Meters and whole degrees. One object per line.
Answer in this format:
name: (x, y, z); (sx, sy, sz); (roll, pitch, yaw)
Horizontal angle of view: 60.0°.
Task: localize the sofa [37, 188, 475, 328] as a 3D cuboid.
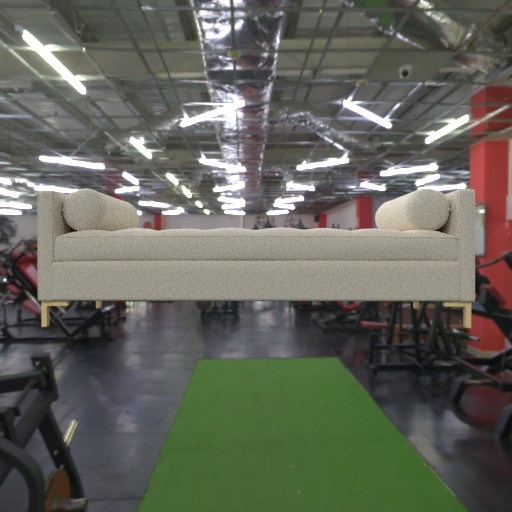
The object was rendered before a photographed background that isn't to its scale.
sofa: (0.000, 0.000, 2.348); (1.985, 0.641, 0.746); (0, 1, 1)
